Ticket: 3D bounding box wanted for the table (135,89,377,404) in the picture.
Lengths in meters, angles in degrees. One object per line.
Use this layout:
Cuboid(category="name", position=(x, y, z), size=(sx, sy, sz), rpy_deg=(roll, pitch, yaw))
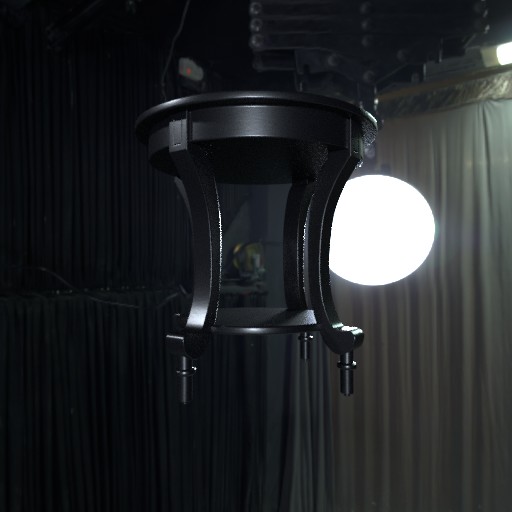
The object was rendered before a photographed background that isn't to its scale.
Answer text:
Cuboid(category="table", position=(0.000, 0.000, 1.126), size=(0.597, 0.618, 0.597), rpy_deg=(0, -1, 0))
